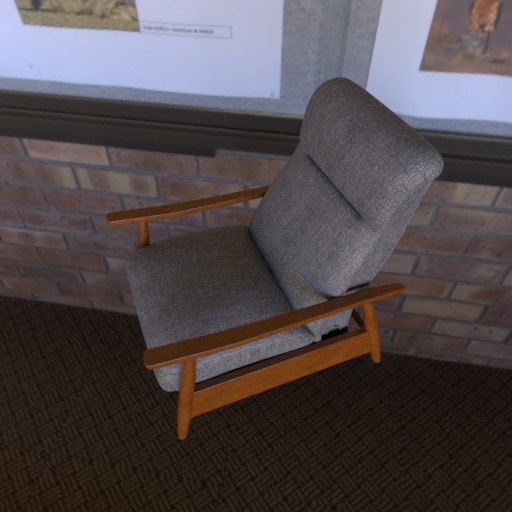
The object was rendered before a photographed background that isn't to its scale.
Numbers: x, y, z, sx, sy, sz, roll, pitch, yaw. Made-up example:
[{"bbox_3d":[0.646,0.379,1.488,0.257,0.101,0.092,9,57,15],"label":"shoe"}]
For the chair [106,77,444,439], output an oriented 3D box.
[{"bbox_3d":[0.000,0.000,1.776,1.030,1.082,0.762,-17,49,-15],"label":"chair"}]
